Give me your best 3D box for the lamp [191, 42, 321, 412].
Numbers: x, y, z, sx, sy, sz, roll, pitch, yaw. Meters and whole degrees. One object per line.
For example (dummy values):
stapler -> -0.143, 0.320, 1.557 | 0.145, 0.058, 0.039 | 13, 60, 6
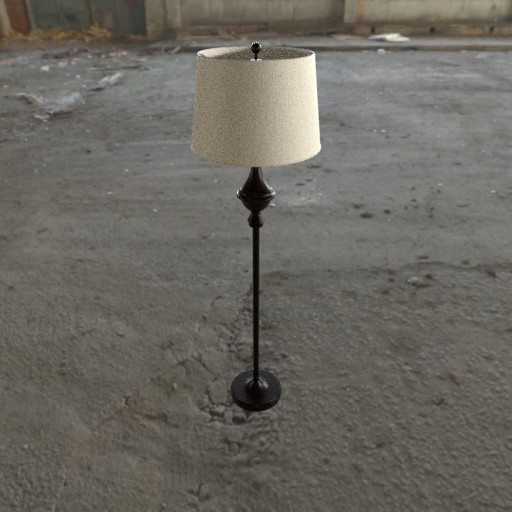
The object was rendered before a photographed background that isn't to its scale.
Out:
lamp -> 0.000, 0.000, 1.704 | 0.431, 1.484, 0.431 | 0, 31, 0
